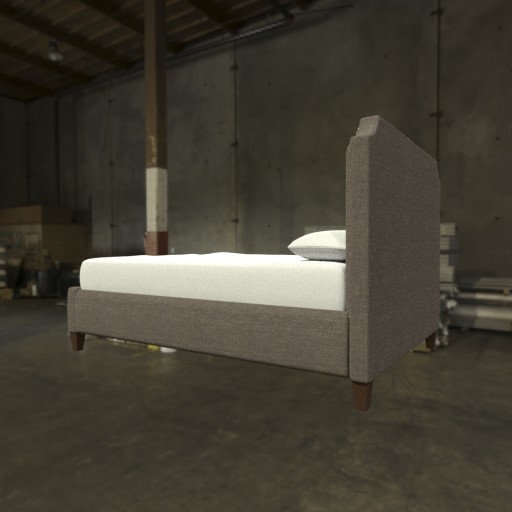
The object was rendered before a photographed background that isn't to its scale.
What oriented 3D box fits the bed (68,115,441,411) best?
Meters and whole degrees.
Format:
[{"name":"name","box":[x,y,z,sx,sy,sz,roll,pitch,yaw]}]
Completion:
[{"name":"bed","box":[0.000,0.000,3.452,2.381,1.457,1.713,1,1,33]}]
